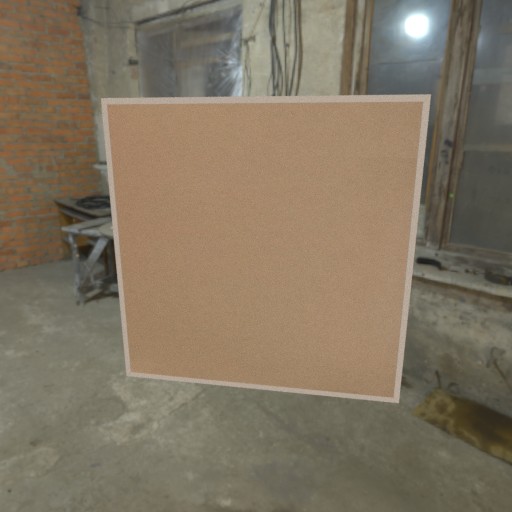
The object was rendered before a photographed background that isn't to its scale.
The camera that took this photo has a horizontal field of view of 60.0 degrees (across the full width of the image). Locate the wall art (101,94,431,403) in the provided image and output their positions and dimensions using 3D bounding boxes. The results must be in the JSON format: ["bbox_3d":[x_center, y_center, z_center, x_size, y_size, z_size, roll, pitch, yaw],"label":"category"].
[{"bbox_3d":[0.000,0.000,1.194,0.809,0.809,0.012,3,17,10],"label":"wall art"}]
